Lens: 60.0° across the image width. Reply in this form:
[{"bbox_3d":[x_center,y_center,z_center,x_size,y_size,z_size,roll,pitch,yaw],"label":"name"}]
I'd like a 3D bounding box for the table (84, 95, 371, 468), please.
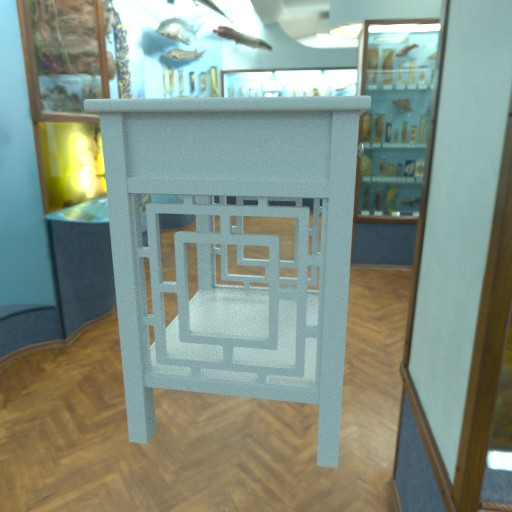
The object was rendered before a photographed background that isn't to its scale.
[{"bbox_3d":[0.000,0.000,1.012,0.451,0.646,0.564,3,16,10],"label":"table"}]
